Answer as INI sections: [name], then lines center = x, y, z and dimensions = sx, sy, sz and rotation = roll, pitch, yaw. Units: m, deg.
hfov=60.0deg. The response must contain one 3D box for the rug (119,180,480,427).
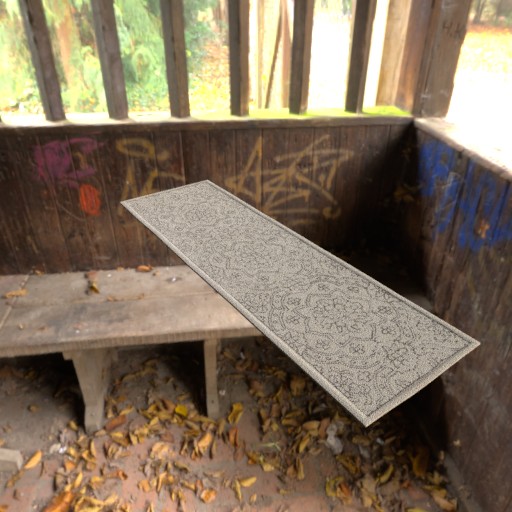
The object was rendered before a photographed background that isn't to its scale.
[rug]
center = 0.000, 0.000, 2.668
dimensions = 0.769, 0.012, 2.448
rotation = -21, 37, -30
